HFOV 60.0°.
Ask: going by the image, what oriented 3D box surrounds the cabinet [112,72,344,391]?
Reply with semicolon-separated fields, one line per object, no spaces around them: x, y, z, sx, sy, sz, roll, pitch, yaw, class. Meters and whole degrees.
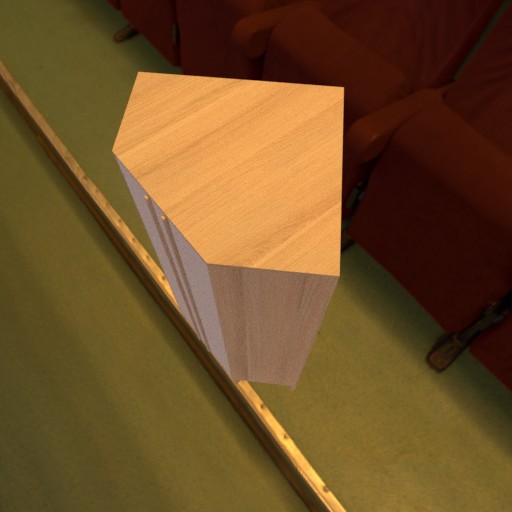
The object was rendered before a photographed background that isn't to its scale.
0.000;0.000;2.628;0.969;1.957;1.272;-35;68;-17;cabinet
